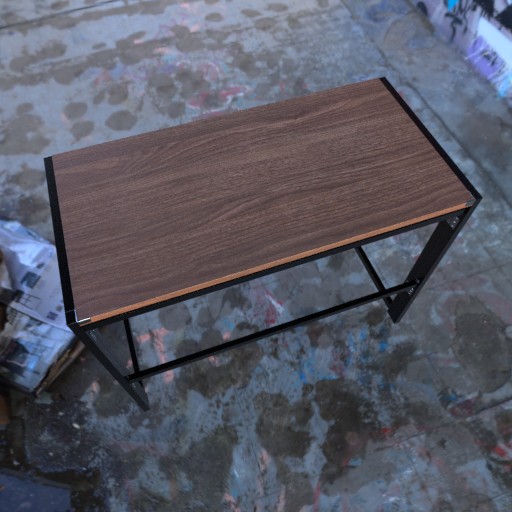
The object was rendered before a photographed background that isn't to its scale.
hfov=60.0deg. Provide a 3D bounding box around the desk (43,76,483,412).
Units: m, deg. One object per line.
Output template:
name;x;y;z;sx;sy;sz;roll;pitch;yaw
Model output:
desk;0.000;0.000;1.455;1.016;0.762;0.508;-17;59;-10
